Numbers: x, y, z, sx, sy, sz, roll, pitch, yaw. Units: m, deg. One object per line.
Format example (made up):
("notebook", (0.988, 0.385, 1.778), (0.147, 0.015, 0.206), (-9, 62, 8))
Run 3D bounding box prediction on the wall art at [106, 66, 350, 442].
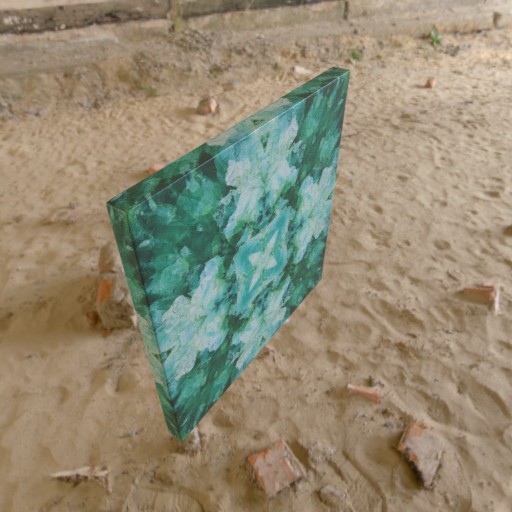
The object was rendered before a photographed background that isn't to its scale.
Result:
("wall art", (0.000, 0.000, 0.782), (0.038, 0.508, 0.507), (26, 48, 26))
